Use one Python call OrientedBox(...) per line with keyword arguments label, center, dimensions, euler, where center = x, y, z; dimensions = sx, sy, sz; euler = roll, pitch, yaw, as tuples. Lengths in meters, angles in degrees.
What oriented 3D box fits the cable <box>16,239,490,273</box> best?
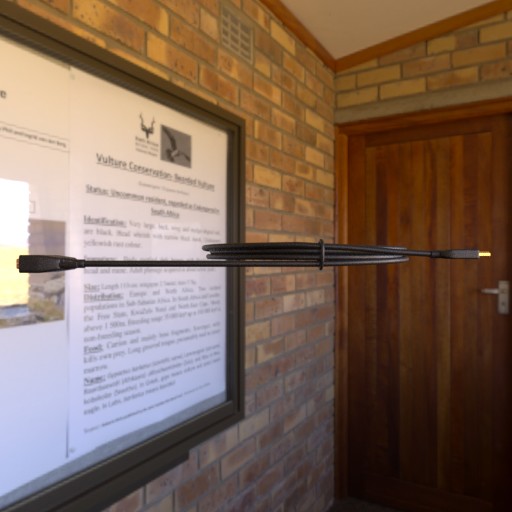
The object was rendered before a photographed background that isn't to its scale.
OrientedBox(label="cable", center=(0.000, 0.000, 0.510), dimensions=(0.422, 0.030, 0.257), euler=(0, 0, -1))
